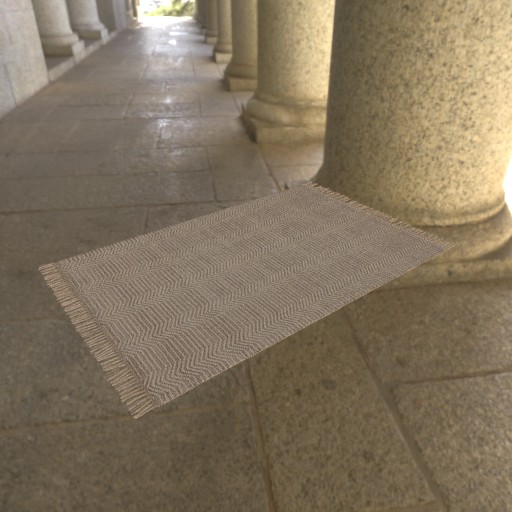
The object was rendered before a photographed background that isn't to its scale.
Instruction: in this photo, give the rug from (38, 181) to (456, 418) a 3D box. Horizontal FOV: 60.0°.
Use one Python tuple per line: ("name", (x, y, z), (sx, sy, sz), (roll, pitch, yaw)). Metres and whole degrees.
("rug", (0.000, 0.000, 3.085), (2.523, 0.034, 1.528), (-22, 38, -31))
